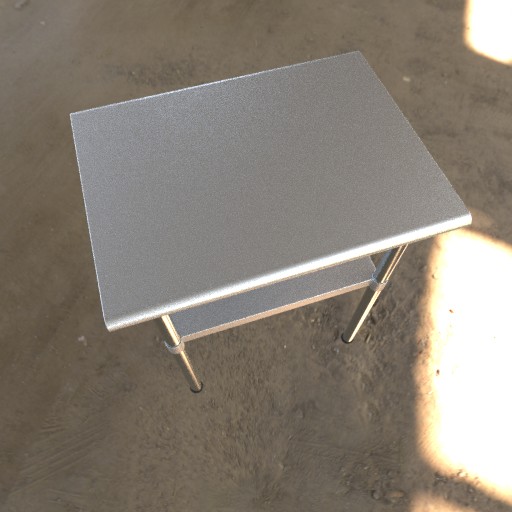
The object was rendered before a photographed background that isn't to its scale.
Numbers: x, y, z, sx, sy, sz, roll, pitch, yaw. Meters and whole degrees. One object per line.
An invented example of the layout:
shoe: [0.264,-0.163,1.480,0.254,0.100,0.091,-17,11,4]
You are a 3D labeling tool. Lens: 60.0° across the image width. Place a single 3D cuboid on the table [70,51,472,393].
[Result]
table: [0.000,0.000,1.376,0.762,0.876,0.584,-16,62,-9]
